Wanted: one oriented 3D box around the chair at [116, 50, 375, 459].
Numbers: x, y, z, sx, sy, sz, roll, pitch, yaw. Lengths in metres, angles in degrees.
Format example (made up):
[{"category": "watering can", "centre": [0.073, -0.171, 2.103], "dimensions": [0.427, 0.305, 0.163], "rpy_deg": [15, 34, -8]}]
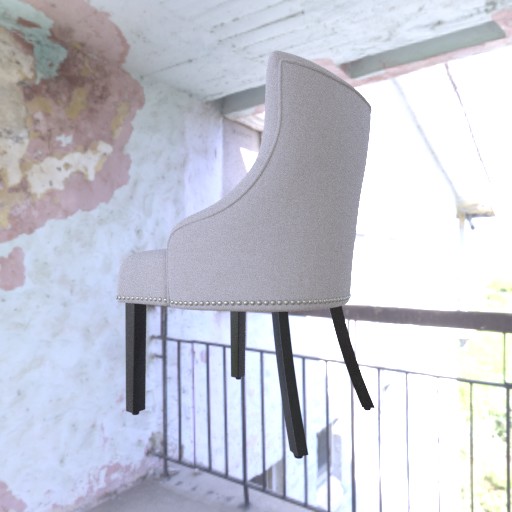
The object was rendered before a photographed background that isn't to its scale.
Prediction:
[{"category": "chair", "centre": [0.000, 0.000, 1.312], "dimensions": [0.629, 0.909, 0.566], "rpy_deg": [0, -1, 37]}]
